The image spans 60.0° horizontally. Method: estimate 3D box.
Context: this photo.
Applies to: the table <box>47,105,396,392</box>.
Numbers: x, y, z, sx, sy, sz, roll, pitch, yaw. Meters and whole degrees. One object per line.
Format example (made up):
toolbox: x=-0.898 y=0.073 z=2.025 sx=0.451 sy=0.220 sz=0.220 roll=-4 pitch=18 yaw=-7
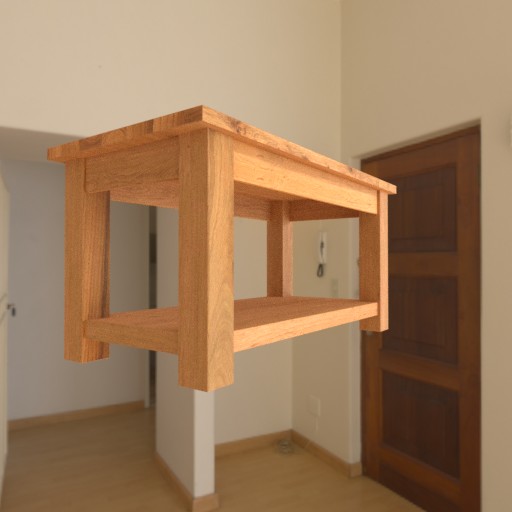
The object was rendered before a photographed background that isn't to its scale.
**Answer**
table: x=0.000 y=0.000 z=1.175 sx=0.450 sy=0.452 sz=0.899 roll=-1 pitch=-1 yaw=36
